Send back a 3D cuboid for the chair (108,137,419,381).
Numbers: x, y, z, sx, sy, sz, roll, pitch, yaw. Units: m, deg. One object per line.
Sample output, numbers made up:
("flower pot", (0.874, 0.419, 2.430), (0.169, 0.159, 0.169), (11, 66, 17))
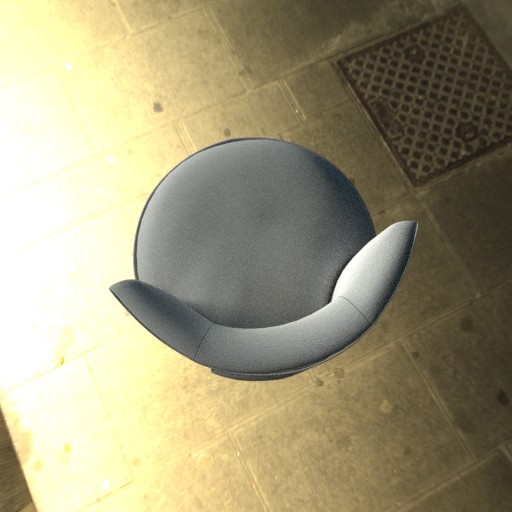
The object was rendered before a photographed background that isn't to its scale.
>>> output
("chair", (0.000, 0.000, 1.213), (0.650, 0.723, 0.665), (-12, 76, -3))
